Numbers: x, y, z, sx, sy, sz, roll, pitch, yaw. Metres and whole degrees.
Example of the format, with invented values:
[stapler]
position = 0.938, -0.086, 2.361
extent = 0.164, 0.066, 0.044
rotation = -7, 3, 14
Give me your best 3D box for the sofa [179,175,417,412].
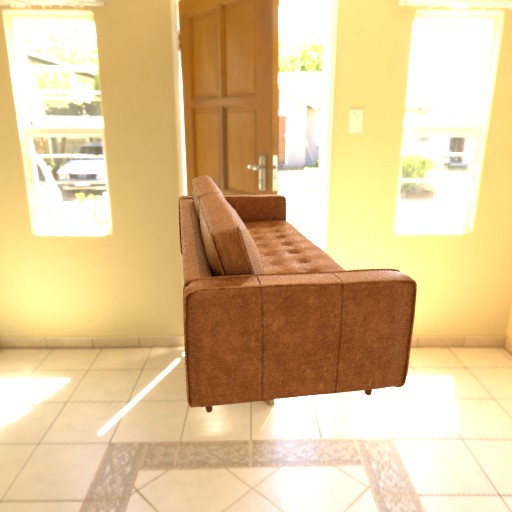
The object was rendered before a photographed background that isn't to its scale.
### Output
[sofa]
position = 0.000, 0.000, 2.631
extent = 0.886, 0.779, 2.199
rotation = -3, 17, -10
